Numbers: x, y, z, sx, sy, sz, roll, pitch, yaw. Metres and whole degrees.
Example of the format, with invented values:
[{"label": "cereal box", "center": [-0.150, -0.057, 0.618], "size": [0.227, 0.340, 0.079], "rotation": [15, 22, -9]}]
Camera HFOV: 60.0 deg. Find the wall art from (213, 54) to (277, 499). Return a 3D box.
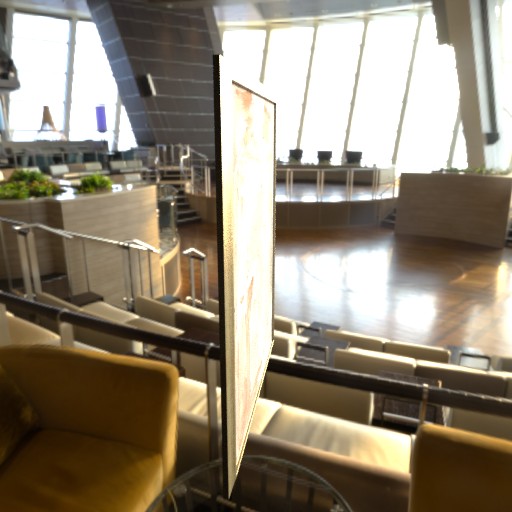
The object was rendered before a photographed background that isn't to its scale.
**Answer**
[{"label": "wall art", "center": [0.000, 0.000, 0.891], "size": [0.018, 0.660, 0.559], "rotation": [2, 16, 9]}]
